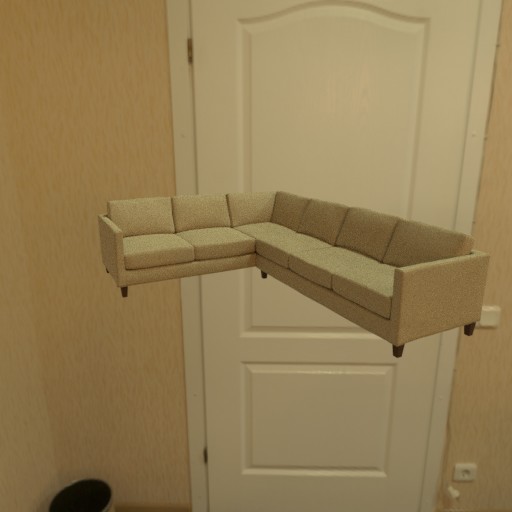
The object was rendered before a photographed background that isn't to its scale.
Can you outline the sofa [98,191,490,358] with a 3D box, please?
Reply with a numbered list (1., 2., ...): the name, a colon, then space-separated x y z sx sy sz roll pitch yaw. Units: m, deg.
1. sofa: 0.000 0.000 4.276 2.432 0.863 3.182 -8 18 -26
